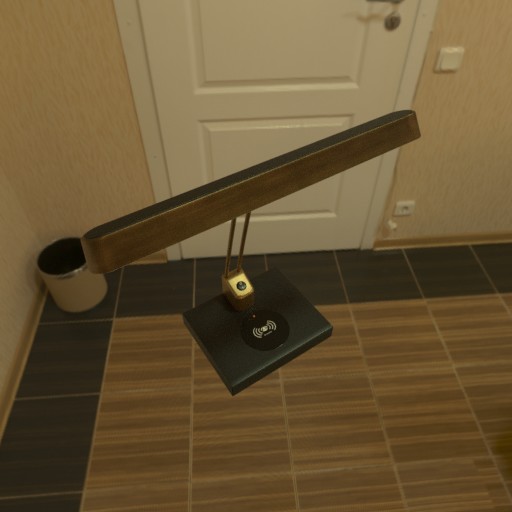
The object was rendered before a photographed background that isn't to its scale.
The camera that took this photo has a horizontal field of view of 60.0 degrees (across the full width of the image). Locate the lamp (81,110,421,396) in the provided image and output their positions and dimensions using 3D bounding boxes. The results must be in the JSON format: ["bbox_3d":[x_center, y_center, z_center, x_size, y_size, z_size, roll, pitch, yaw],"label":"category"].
[{"bbox_3d":[0.000,0.000,0.594,0.412,0.345,0.156,-26,51,-22],"label":"lamp"}]
